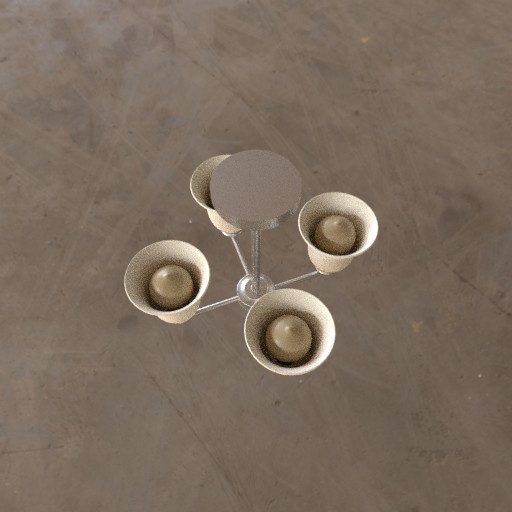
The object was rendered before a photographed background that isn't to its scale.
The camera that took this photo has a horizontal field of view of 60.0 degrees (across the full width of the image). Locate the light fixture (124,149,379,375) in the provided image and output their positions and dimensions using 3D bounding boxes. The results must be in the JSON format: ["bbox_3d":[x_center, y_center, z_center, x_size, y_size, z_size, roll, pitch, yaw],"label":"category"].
[{"bbox_3d":[0.000,0.000,0.737,0.427,0.370,0.427,-17,61,-10],"label":"light fixture"}]
